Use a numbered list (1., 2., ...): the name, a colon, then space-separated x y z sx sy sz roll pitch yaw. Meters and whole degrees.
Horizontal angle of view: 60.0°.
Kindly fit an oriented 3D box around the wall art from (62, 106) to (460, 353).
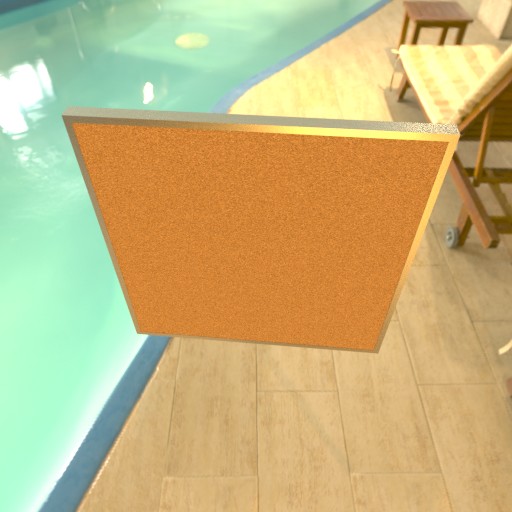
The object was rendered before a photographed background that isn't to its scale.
1. wall art: 0.000 0.000 1.198 0.806 0.806 0.038 4 47 4
